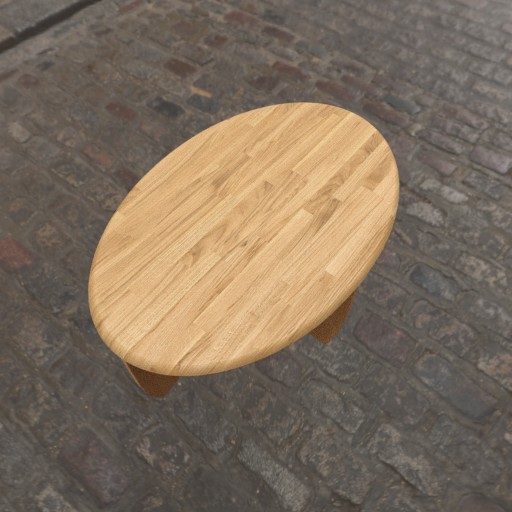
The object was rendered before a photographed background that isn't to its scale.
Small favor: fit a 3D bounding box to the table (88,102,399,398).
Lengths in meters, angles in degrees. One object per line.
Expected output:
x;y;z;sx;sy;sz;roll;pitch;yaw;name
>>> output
0.000;0.000;1.425;0.690;0.490;1.040;34;64;20;table
